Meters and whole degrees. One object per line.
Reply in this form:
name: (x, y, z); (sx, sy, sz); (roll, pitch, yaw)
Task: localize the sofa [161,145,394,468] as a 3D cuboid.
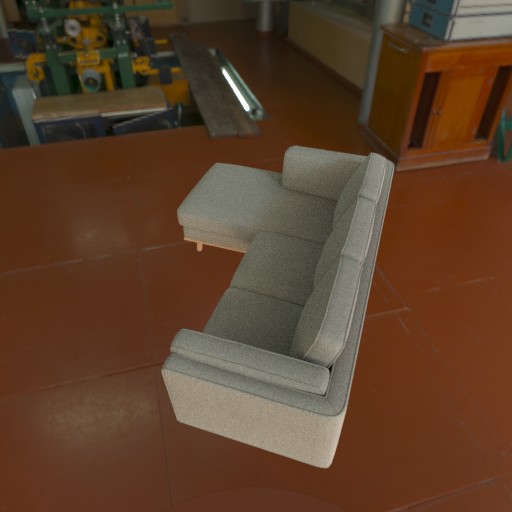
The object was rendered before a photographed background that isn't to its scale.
sofa: (0.000, 0.000, 3.119); (1.604, 0.929, 2.411); (12, 42, 14)
